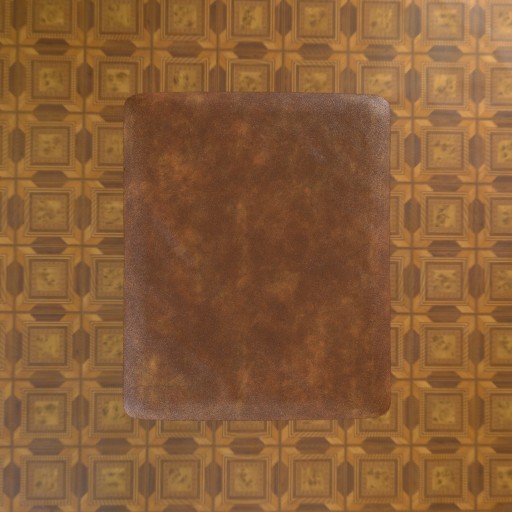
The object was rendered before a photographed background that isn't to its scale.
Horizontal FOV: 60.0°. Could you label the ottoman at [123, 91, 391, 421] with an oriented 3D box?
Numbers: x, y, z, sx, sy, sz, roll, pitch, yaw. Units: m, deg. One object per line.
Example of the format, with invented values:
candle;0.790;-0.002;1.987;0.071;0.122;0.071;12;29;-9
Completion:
ottoman;0.000;0.000;1.146;0.603;0.476;0.751;0;90;-1
